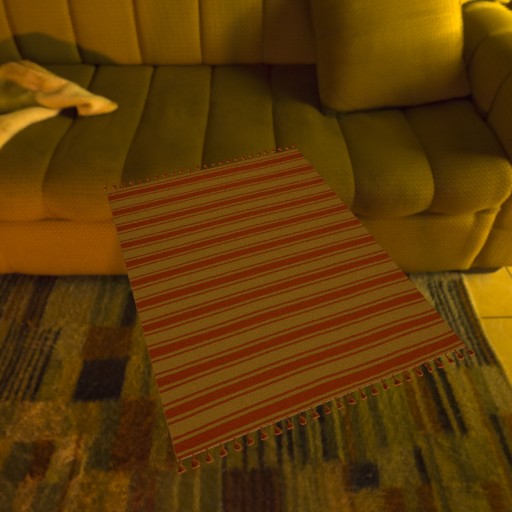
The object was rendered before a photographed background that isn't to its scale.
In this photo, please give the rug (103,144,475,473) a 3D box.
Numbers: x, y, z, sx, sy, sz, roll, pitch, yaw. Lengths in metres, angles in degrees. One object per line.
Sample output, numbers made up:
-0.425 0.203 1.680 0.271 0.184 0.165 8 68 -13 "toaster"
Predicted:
0.000 0.000 4.329 2.451 0.035 3.369 -16 48 -15 "rug"
